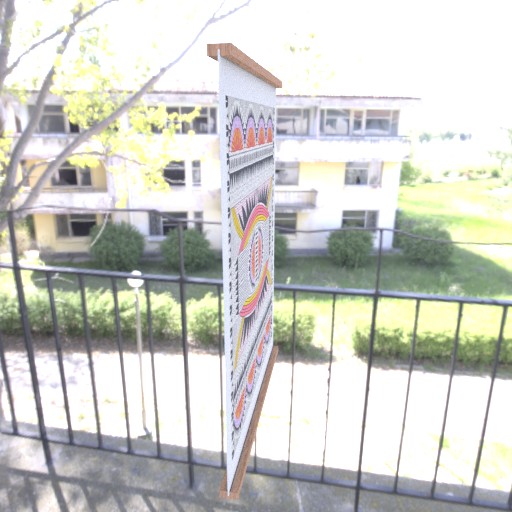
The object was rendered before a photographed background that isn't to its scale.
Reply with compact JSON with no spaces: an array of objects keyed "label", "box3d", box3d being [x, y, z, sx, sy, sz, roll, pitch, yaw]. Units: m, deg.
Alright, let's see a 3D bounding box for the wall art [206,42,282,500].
[{"label":"wall art","box3d":[0.000,0.000,0.776,0.028,0.609,0.456,3,17,10]}]
